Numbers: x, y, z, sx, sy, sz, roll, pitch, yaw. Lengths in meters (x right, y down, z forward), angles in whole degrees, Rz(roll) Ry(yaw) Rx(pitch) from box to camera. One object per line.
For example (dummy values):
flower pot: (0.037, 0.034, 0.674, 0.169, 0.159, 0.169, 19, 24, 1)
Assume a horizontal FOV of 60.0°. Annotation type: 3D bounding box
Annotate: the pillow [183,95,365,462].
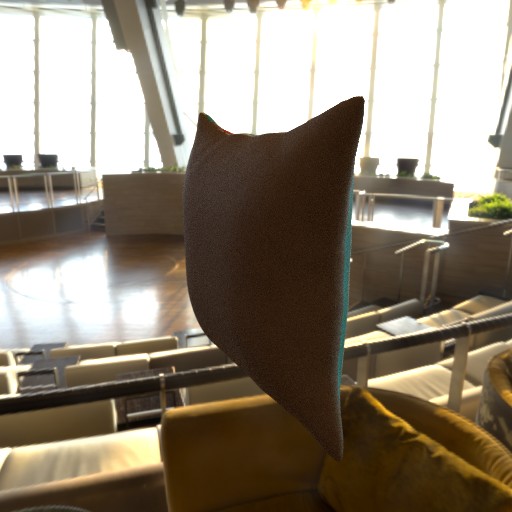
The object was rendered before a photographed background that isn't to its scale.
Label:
pillow: (0.000, 0.000, 0.689, 0.168, 0.443, 0.453, -8, 17, -27)
